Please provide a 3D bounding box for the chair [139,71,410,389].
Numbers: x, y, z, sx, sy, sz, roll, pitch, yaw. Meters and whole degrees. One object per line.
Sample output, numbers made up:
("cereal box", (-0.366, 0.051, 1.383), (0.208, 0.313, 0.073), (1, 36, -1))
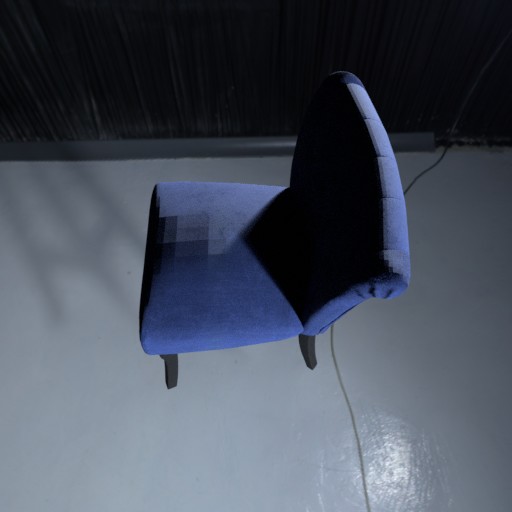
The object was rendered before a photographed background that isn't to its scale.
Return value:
("chair", (0.000, 0.000, 1.227), (0.606, 0.753, 0.585), (-2, 59, -1))
